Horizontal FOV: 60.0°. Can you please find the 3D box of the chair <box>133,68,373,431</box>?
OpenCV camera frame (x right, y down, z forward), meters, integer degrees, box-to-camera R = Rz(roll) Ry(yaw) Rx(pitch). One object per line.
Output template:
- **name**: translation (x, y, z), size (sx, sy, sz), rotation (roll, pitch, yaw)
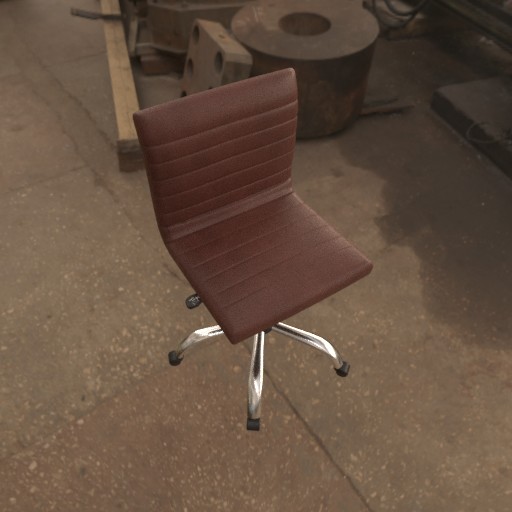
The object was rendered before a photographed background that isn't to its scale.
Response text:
- **chair**: translation (0.000, 0.000, 1.141), size (0.556, 0.780, 0.530), rotation (-24, 52, -21)
